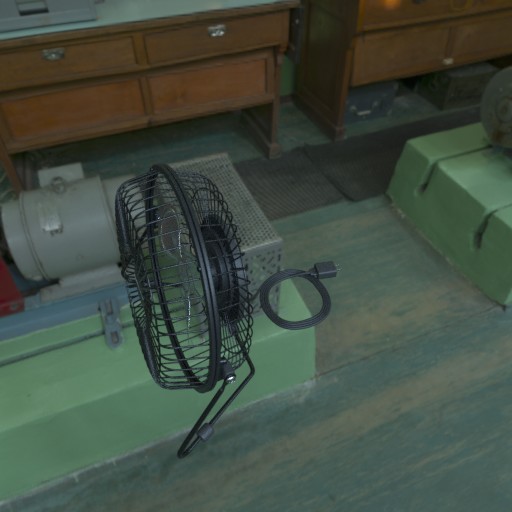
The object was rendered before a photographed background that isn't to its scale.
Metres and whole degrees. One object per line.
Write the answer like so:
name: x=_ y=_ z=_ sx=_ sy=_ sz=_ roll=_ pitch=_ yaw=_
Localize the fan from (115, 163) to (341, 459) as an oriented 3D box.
fan: x=0.000 y=0.000 z=0.381 sx=0.227 sy=0.188 sz=0.209 roll=-17 pitch=48 yaw=-16
